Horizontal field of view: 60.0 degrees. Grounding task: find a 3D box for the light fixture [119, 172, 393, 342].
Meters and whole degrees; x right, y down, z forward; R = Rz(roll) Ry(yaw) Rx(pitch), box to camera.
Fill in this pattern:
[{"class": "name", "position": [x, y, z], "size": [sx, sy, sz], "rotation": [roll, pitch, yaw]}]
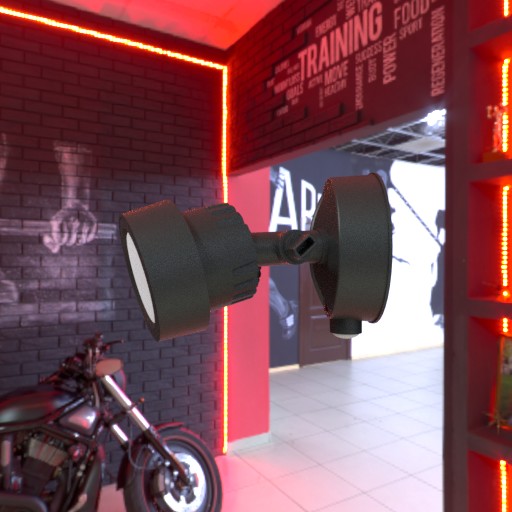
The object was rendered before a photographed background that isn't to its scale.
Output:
[{"class": "light fixture", "position": [0.000, 0.000, 0.324], "size": [0.168, 0.120, 0.213], "rotation": [0, 0, 1]}]
